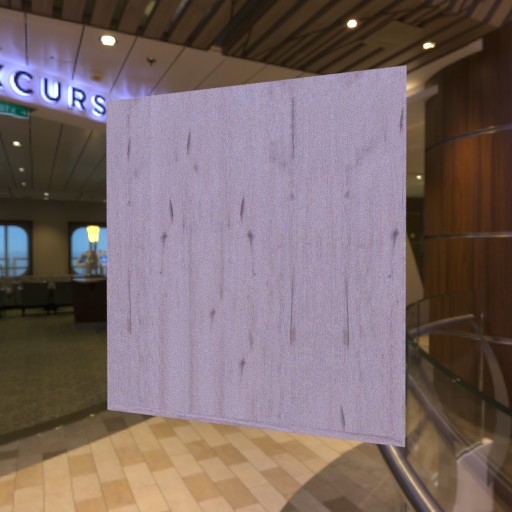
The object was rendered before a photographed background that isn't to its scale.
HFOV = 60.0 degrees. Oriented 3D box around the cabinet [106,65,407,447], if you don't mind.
[{"bbox_3d":[0.000,0.000,3.146,2.000,2.180,0.660,0,1,17],"label":"cabinet"}]
